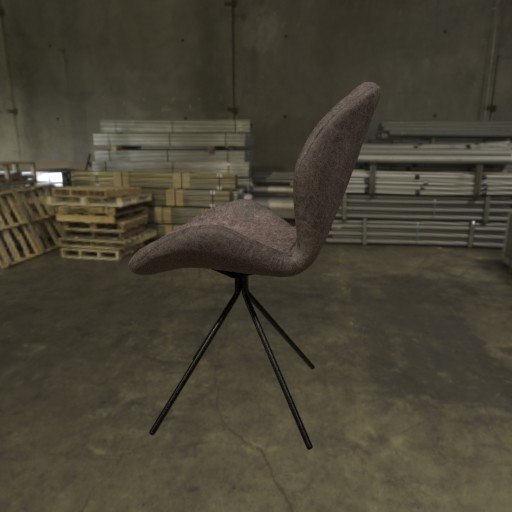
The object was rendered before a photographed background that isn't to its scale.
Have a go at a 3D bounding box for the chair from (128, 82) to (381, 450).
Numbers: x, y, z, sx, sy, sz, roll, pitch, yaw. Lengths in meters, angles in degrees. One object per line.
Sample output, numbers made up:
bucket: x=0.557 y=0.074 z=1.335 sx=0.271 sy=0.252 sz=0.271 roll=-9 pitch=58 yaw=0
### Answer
chair: x=0.000 y=0.000 z=1.287 sx=0.640 sy=0.934 sz=0.527 roll=2 pitch=14 yaw=8
